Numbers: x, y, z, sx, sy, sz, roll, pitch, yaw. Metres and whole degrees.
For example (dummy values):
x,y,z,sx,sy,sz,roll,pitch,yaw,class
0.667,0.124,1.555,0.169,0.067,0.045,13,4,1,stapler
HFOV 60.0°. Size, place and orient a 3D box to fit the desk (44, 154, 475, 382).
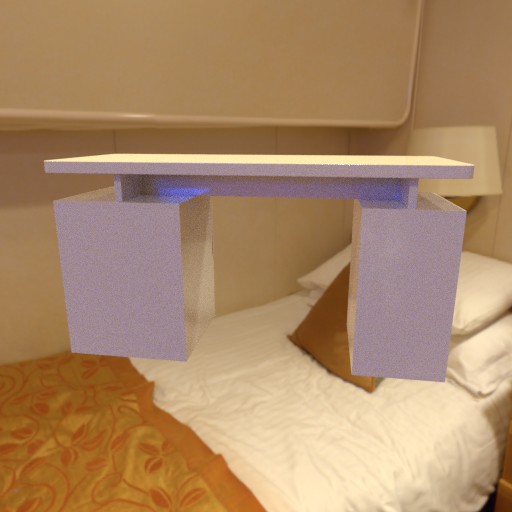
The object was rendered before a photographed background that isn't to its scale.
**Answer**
x,y,z,sx,sy,sz,roll,pitch,yaw,class
0.000,0.000,1.767,1.400,0.762,0.550,2,16,9,desk
